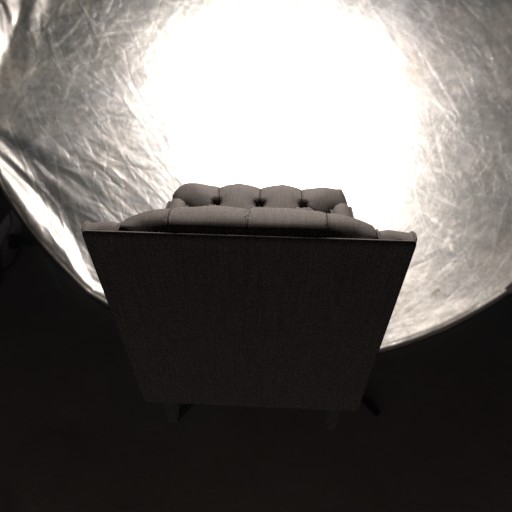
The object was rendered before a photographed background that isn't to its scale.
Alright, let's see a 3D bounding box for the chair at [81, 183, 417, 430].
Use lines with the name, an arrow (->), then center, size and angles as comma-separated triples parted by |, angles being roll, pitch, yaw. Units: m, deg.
chair -> 0.000, 0.000, 1.395 | 0.655, 0.891, 0.771 | 2, 45, 2
